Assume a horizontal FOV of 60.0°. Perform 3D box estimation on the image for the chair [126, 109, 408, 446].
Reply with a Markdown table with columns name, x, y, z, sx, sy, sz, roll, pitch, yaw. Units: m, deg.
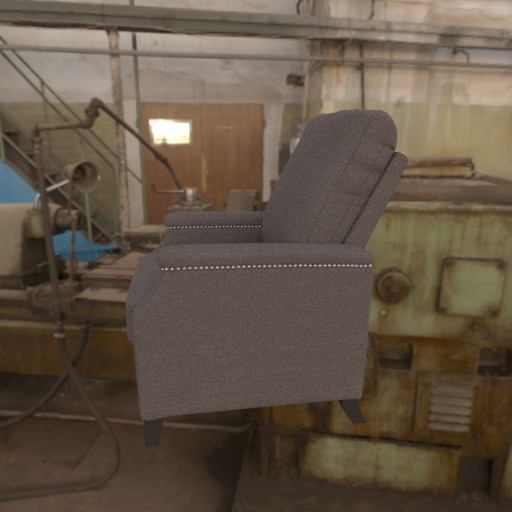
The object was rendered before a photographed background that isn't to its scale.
| name | x | y | z | sx | sy | sz | roll | pitch | yaw |
| --- | --- | --- | --- | --- | --- | --- | --- | --- | --- |
| chair | 0.000 | 0.000 | 1.675 | 0.922 | 1.049 | 0.710 | -2 | 15 | -9 |
